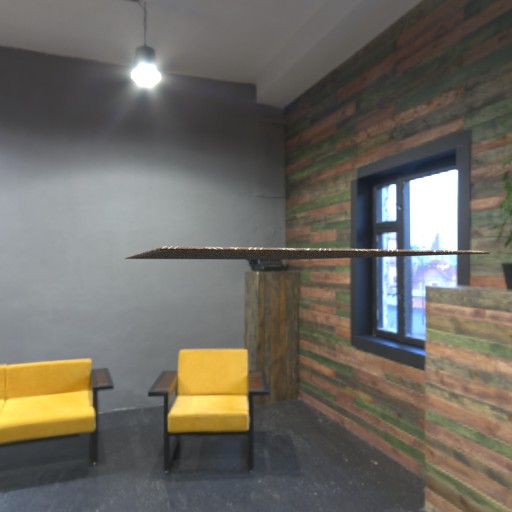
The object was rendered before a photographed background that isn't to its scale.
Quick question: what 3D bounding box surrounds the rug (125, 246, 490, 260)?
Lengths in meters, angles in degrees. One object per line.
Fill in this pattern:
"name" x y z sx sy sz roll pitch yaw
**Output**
"rug" 0.000 0.000 2.335 1.239 0.012 1.836 0 -1 -19
